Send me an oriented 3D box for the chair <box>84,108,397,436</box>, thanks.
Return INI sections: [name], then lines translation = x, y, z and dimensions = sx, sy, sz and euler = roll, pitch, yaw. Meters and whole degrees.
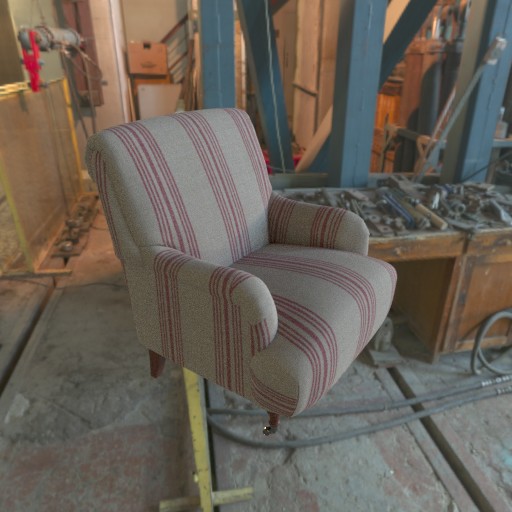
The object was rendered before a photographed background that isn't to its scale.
[chair]
translation = 0.000, 0.000, 1.916
dimensions = 1.058, 1.123, 0.933
euler = 17, 30, 32
